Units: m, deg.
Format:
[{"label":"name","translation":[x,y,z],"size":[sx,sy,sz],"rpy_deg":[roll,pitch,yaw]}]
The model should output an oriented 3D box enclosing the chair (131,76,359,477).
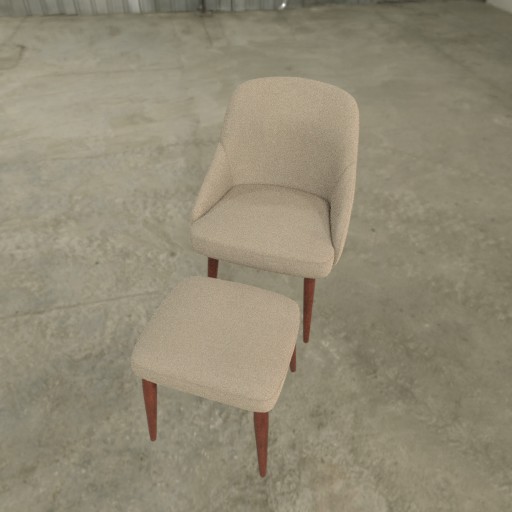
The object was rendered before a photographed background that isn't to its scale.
[{"label":"chair","translation":[0.000,0.000,1.576],"size":[0.584,0.866,1.114],"rpy_deg":[12,44,13]}]
